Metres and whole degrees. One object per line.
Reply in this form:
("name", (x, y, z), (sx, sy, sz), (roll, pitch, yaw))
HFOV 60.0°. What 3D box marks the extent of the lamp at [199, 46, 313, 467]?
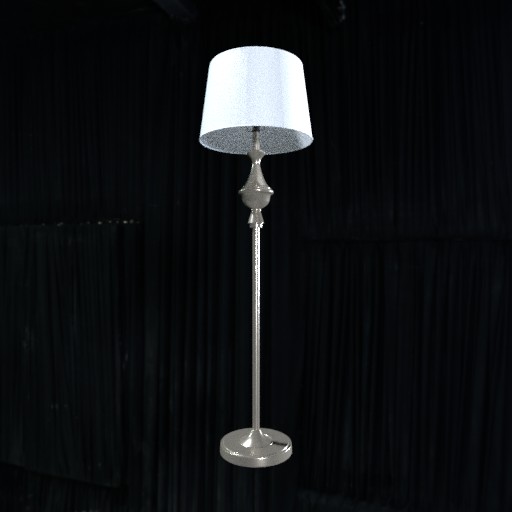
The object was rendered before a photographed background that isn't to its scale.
("lamp", (0.000, 0.000, 1.694), (0.431, 1.488, 0.431), (0, 0, 0))
